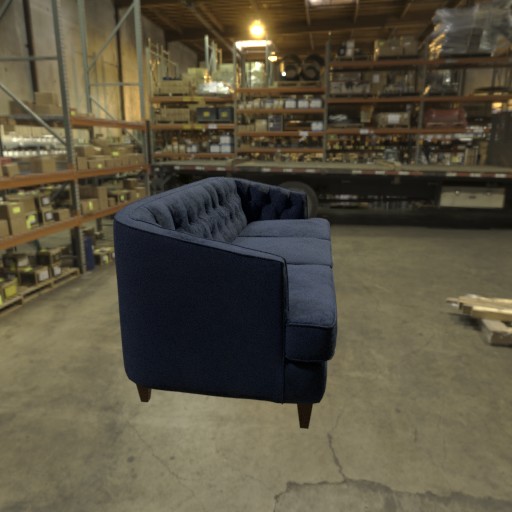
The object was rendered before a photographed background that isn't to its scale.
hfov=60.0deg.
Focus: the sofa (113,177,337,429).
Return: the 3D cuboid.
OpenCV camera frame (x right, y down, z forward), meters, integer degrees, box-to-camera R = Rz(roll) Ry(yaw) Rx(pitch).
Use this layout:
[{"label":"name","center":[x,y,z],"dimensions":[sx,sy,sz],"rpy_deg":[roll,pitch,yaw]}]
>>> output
[{"label":"sofa","center":[0.000,0.000,2.742],"dimensions":[0.941,0.855,2.278],"rpy_deg":[2,15,8]}]
